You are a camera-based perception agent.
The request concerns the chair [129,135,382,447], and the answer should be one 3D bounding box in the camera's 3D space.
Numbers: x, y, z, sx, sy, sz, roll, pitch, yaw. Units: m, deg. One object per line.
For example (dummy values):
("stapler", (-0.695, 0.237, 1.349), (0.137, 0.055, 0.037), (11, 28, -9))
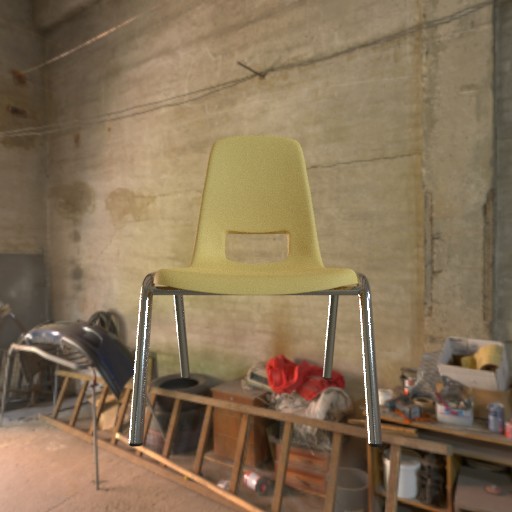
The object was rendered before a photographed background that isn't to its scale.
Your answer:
("chair", (0.000, 0.000, 0.804), (0.354, 0.536, 0.385), (0, 0, 0))
